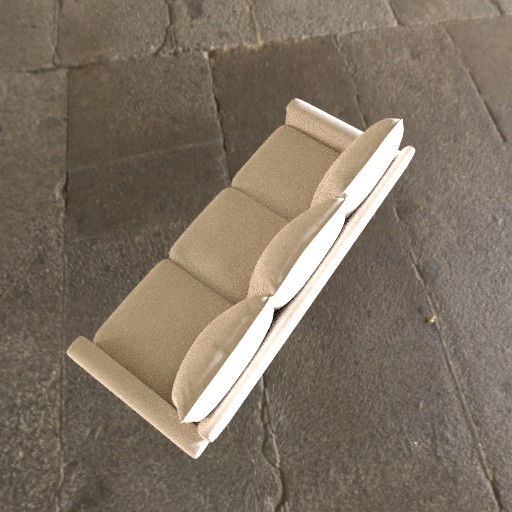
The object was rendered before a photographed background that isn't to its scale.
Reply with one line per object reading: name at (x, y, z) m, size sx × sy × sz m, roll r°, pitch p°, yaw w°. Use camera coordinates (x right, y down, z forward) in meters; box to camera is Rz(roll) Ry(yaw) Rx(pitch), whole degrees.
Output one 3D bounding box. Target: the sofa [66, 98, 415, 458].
sofa at (0.000, 0.000, 2.391) m, size 0.828 × 0.961 × 1.925 m, roll 33°, pitch 69°, yaw 14°
